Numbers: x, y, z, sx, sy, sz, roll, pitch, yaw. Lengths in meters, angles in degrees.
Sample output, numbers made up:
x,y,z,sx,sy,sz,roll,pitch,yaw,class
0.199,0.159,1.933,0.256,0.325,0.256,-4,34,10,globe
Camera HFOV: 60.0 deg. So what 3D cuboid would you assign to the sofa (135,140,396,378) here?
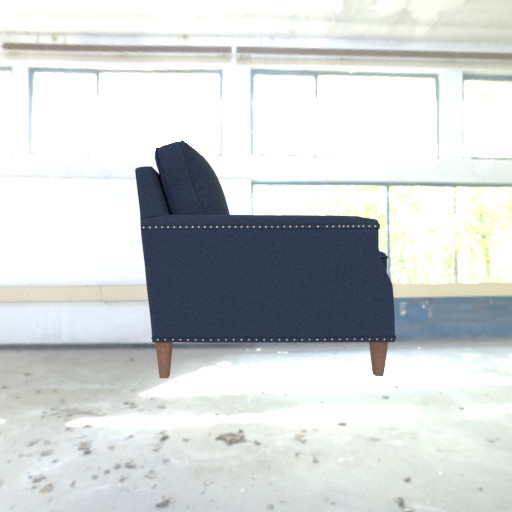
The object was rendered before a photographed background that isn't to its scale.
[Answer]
x,y,z,sx,sy,sz,roll,pitch,yaw,class
0.000,0.000,2.885,1.084,1.003,2.246,0,0,-2,sofa
